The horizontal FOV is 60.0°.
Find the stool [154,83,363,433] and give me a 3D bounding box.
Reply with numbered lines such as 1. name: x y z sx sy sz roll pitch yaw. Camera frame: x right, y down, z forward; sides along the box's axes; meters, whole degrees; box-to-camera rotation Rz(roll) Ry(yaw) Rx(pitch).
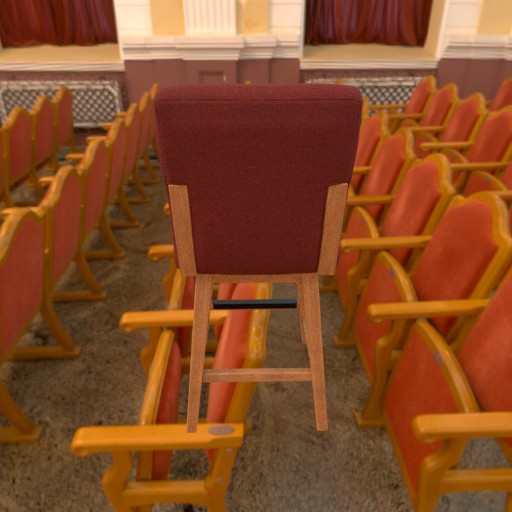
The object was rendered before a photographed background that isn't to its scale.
1. stool: 0.000 0.000 1.323 0.468 1.038 0.562 -1 29 -1
